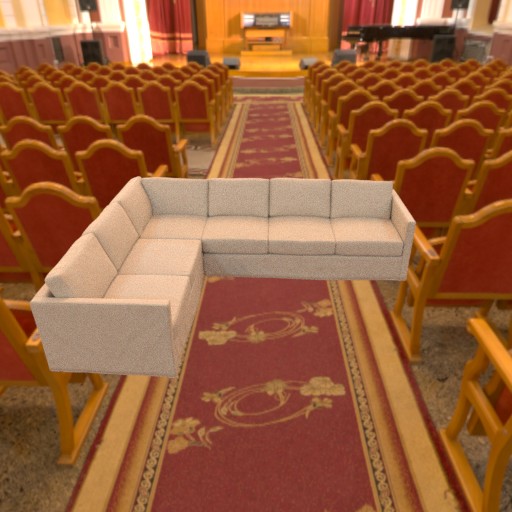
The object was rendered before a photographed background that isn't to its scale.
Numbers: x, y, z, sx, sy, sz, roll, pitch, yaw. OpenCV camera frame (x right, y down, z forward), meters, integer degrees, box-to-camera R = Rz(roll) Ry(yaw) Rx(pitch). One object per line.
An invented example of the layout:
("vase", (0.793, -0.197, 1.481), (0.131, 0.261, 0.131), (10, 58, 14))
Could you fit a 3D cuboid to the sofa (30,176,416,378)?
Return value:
("sofa", (0.000, 0.000, 4.300), (3.182, 0.871, 2.432), (1, 29, 2))
